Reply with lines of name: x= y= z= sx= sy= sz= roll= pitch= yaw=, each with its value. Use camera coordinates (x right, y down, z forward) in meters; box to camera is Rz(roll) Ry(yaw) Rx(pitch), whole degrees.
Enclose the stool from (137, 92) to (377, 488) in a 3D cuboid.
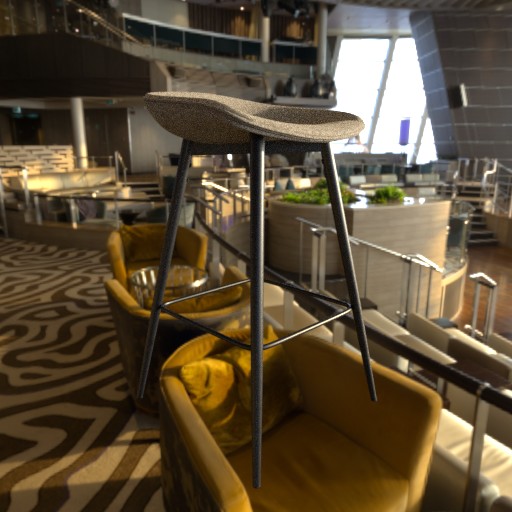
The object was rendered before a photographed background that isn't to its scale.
stool: x=0.000 y=0.000 z=1.129 sx=0.469 sy=0.814 sz=0.480 roll=-13 pitch=19 yaw=-43
